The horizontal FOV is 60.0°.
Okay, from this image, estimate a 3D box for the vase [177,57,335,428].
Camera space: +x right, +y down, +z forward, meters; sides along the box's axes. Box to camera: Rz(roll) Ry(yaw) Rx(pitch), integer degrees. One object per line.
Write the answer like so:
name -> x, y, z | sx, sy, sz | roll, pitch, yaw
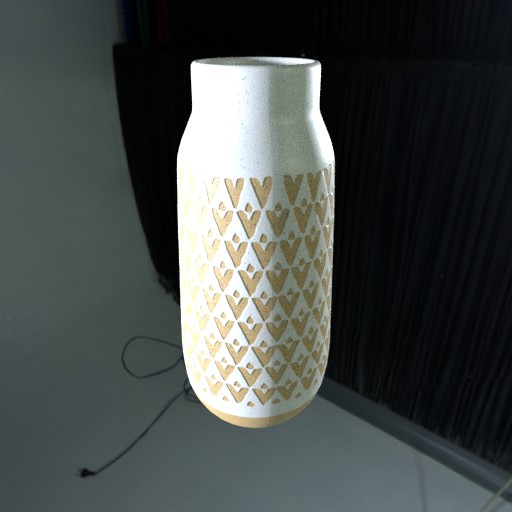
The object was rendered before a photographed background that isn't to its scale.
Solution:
vase -> 0.000, 0.000, 0.380 | 0.137, 0.307, 0.137 | 0, 27, 0
